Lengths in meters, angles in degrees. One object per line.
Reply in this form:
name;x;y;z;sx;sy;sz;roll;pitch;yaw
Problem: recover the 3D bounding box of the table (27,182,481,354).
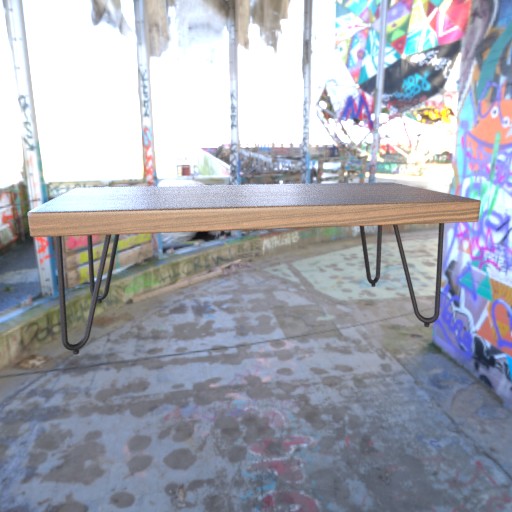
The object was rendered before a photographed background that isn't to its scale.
table;0.000;0.000;1.667;1.375;0.468;0.637;-3;15;-10
